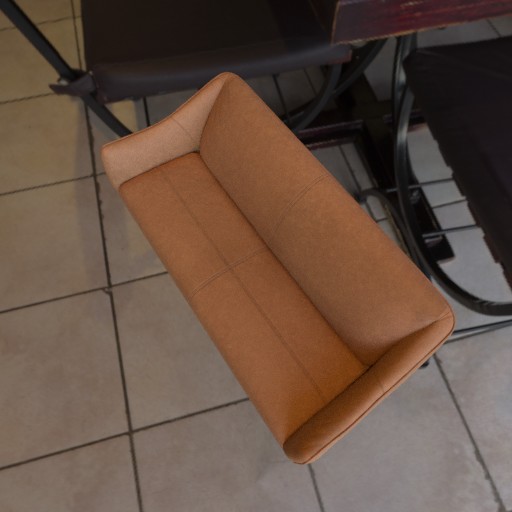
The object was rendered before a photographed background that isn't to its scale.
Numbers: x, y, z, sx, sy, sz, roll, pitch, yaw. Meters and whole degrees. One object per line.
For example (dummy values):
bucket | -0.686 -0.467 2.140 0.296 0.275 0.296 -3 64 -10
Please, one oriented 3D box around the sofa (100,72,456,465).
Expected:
sofa | 0.000 0.000 2.374 0.869 0.830 1.928 -31 67 -15
